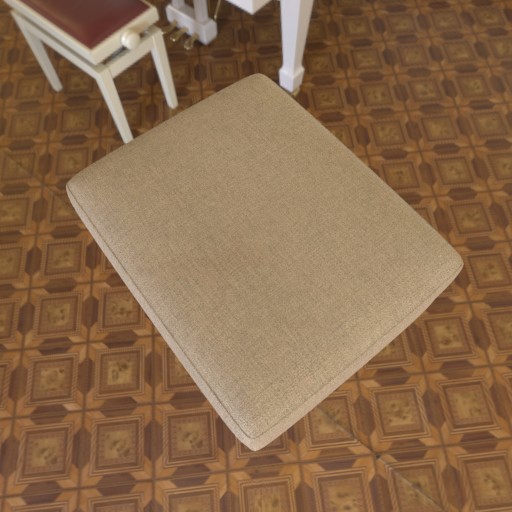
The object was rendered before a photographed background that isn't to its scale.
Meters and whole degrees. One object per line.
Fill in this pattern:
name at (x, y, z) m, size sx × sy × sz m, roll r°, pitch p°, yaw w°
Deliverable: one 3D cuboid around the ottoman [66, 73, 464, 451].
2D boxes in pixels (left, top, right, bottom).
ottoman at (0.000, 0.000, 1.257) m, size 0.671 × 0.490 × 0.820 m, roll -35°, pitch 70°, yaw -15°
